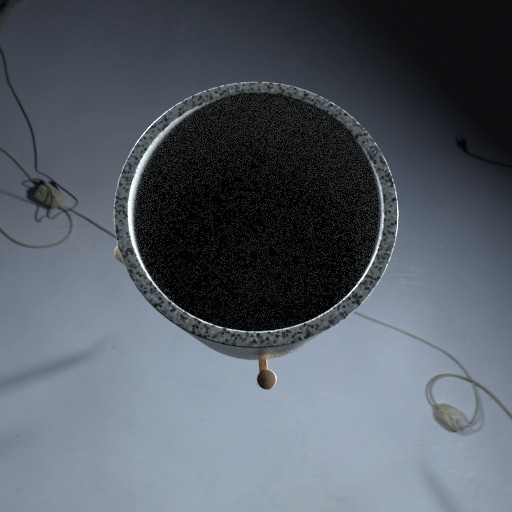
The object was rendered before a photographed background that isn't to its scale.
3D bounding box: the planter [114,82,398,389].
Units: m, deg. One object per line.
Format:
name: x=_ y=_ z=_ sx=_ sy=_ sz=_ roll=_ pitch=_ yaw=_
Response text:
planter: x=0.000 y=0.000 z=0.675 sx=0.360 sy=0.419 sz=0.360 roll=18 pitch=75 yaw=5
